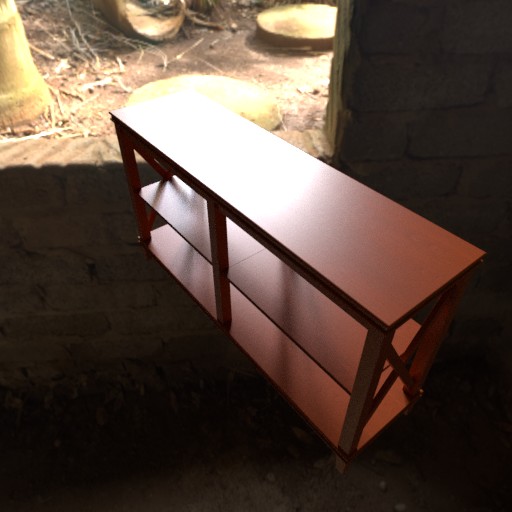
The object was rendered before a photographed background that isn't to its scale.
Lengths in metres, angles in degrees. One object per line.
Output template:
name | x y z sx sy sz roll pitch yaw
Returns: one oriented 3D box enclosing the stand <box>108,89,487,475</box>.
stand | 0.000 0.000 1.666 0.381 0.762 1.372 -28 49 -28
